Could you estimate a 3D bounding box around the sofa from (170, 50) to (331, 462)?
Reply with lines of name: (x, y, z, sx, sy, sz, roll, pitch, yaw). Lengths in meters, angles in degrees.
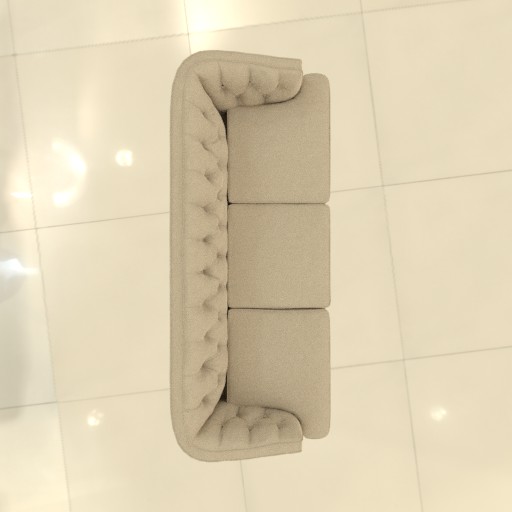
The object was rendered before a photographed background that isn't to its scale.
sofa: (0.000, 0.000, 2.787, 0.941, 0.855, 2.278, 0, 90, 0)
